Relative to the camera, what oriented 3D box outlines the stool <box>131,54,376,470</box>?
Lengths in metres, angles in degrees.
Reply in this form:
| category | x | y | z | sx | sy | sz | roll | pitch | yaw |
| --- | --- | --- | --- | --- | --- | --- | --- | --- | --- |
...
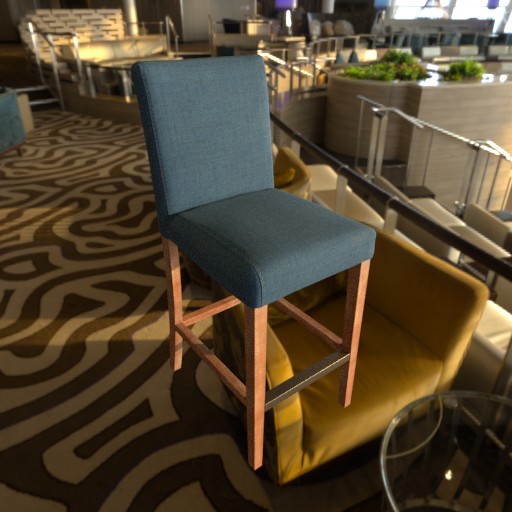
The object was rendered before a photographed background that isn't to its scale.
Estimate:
| category | x | y | z | sx | sy | sz | roll | pitch | yaw |
| --- | --- | --- | --- | --- | --- | --- | --- | --- | --- |
| stool | 0.000 | 0.000 | 1.367 | 0.454 | 1.088 | 0.574 | -20 | 35 | -32 |
